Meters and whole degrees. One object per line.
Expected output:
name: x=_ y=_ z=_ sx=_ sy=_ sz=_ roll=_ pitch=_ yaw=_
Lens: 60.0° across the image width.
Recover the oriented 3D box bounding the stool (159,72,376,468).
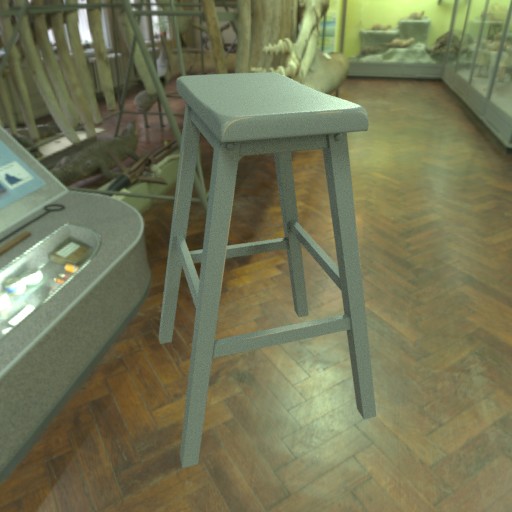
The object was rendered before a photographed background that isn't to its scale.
stool: x=0.000 y=0.000 z=1.032 sx=0.476 sy=0.737 sz=0.457 roll=-9 pitch=31 yaw=-15
